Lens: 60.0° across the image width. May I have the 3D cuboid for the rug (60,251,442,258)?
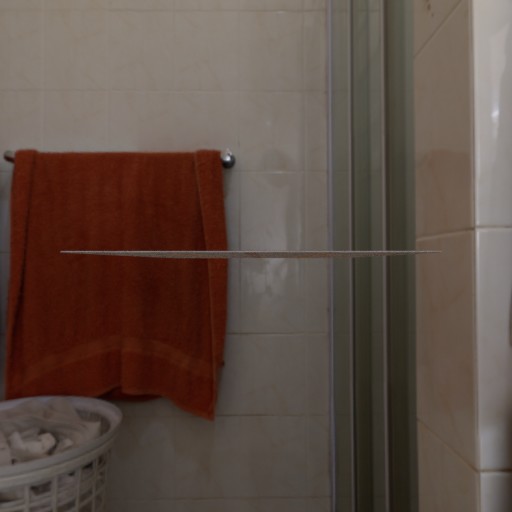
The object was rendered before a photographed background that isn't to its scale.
[{"bbox_3d":[0.000,0.000,2.321,1.217,0.005,1.818,0,-1,1],"label":"rug"}]
